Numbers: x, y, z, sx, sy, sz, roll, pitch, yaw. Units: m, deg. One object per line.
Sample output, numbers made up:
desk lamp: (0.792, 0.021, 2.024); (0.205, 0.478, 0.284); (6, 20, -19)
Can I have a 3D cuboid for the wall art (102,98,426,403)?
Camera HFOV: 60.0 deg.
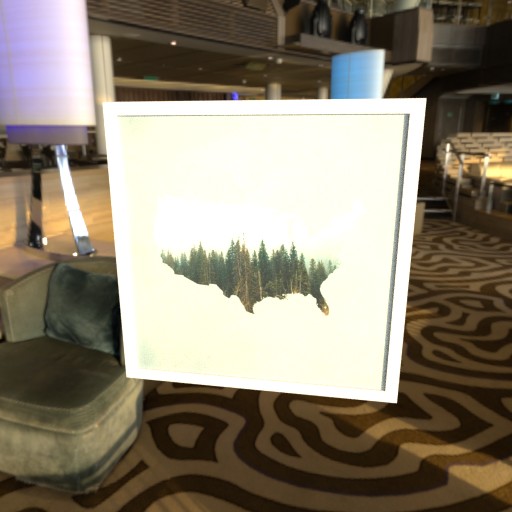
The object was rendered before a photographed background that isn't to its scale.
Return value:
wall art: (0.000, 0.000, 1.151); (0.762, 0.762, 0.038); (3, 16, 9)
